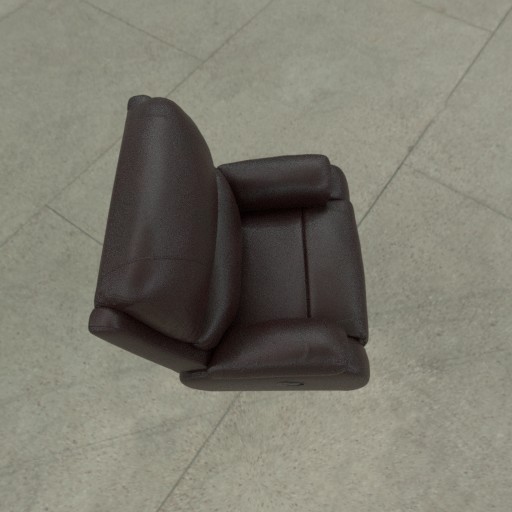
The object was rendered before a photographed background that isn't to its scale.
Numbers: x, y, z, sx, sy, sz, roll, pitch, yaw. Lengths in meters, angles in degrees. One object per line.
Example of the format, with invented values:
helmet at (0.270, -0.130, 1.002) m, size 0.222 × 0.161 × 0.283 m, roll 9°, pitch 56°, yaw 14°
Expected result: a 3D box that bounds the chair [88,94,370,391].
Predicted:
chair at (0.000, 0.000, 1.717) m, size 0.899 × 1.011 × 0.930 m, roll 0°, pitch 63°, yaw 0°
